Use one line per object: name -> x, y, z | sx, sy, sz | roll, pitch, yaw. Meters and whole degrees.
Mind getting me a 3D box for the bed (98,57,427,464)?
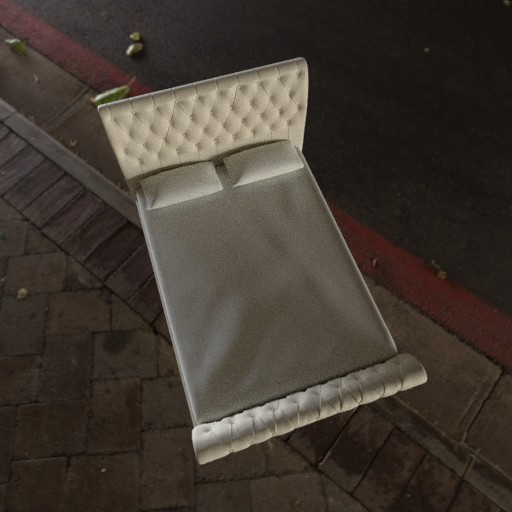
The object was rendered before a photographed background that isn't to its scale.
bed -> 0.000, 0.000, 3.358 | 1.606, 1.268, 2.493 | -17, 65, -8
